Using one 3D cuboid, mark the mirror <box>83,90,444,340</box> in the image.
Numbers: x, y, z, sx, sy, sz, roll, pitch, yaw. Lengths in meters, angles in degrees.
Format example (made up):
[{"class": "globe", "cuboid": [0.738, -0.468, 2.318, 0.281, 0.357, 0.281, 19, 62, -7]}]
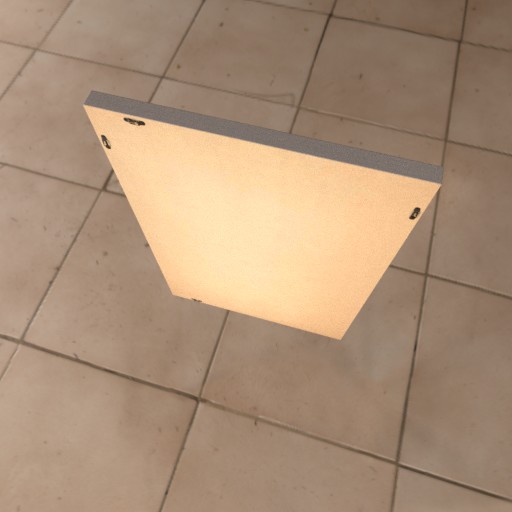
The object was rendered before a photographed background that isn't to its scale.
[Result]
[{"class": "mirror", "cuboid": [0.000, 0.000, 1.143, 0.609, 0.915, 0.040, 14, 65, 7]}]
